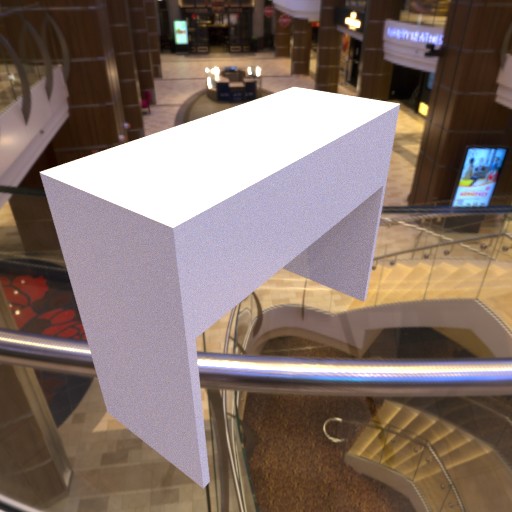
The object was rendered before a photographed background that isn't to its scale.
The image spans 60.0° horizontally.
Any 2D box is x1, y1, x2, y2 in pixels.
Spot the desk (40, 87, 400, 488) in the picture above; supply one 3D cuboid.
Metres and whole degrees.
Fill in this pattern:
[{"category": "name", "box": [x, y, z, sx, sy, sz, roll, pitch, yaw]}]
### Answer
[{"category": "desk", "box": [0.000, 0.000, 1.392, 0.400, 0.790, 1.000, 22, 39, 30]}]
